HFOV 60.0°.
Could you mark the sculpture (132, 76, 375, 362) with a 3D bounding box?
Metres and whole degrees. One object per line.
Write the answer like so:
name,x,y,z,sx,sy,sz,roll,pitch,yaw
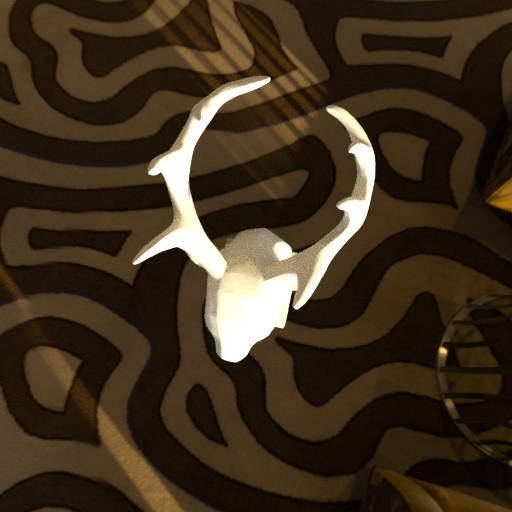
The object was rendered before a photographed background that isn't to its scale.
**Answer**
sculpture,0.000,0.000,0.471,0.174,0.329,0.224,13,76,3
